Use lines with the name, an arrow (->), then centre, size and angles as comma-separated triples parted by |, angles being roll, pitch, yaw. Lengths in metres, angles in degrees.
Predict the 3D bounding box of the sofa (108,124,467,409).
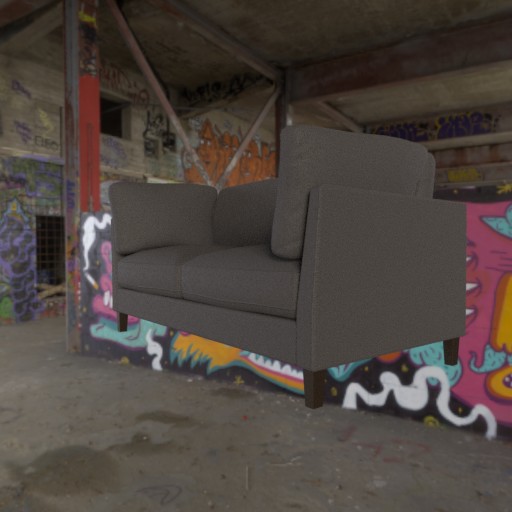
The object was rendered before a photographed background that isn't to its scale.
sofa -> 0.000, 0.000, 2.268 | 0.969, 0.920, 1.751 | -1, 1, -38
